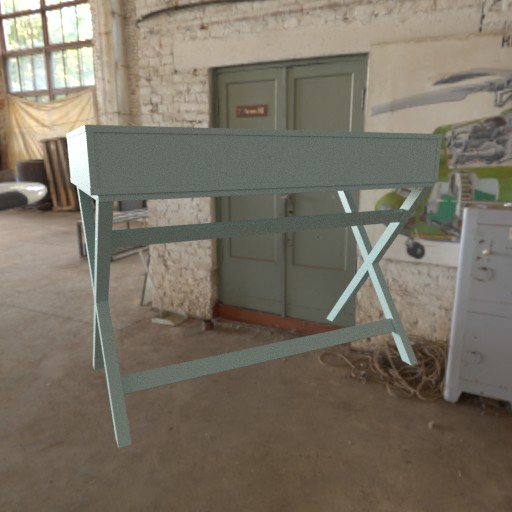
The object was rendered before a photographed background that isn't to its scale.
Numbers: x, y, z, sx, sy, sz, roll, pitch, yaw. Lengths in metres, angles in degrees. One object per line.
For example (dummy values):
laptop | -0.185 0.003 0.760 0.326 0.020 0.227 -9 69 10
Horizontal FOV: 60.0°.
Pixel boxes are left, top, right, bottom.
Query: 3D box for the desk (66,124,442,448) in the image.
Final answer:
desk | 0.000 0.000 1.468 1.059 0.780 0.509 -6 15 -26
